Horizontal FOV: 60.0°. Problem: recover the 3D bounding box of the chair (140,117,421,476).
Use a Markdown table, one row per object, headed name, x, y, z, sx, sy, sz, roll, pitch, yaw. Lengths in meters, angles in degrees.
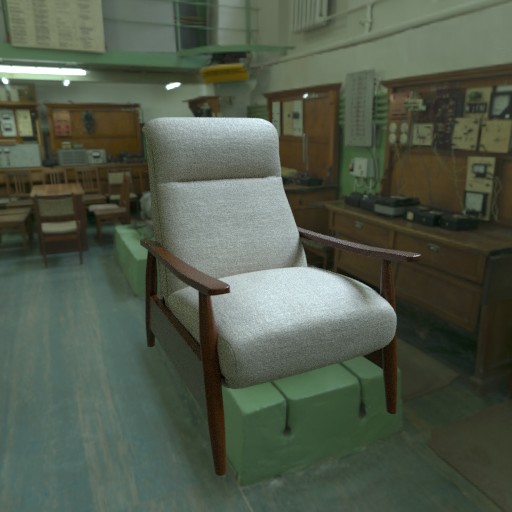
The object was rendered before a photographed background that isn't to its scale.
| name | x | y | z | sx | sy | sz | roll | pitch | yaw |
| --- | --- | --- | --- | --- | --- | --- | --- | --- | --- |
| chair | 0.000 | 0.000 | 1.791 | 0.762 | 1.082 | 1.014 | -8 | 18 | -25 |
